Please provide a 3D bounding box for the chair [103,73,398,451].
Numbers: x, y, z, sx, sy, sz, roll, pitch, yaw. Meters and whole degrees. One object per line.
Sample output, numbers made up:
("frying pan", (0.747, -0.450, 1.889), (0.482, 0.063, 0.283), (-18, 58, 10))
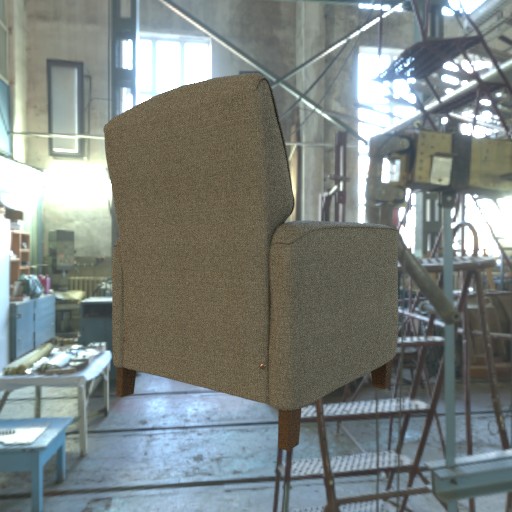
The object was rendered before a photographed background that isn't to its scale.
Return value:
("chair", (0.000, 0.000, 1.652), (0.848, 1.014, 0.864), (0, 0, 37))
